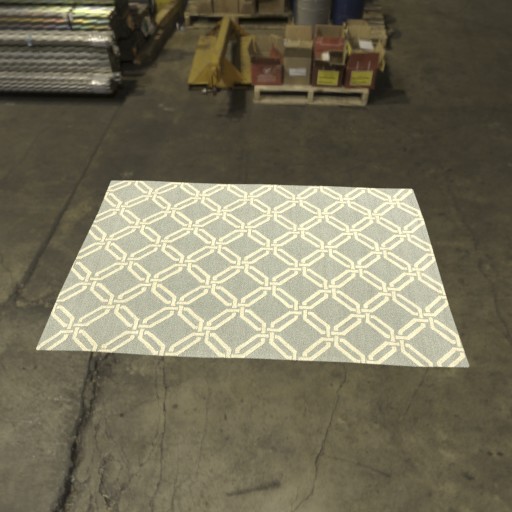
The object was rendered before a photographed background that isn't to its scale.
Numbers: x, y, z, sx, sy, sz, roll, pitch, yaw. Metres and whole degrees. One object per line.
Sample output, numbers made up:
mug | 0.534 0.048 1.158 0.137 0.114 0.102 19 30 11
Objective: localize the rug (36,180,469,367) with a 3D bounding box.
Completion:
rug | 0.000 0.000 2.165 1.754 0.010 1.148 2 46 2
